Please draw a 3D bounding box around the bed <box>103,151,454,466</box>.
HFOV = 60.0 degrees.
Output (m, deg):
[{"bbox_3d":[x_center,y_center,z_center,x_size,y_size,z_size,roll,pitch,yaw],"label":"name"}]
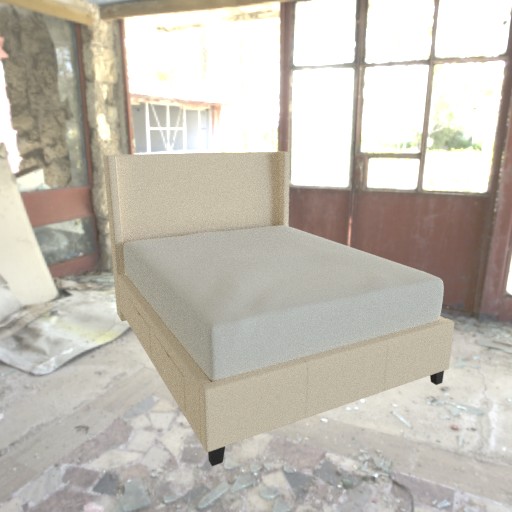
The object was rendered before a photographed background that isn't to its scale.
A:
[{"bbox_3d":[0.000,0.000,3.407,1.765,1.471,2.280,-8,17,-27],"label":"bed"}]
